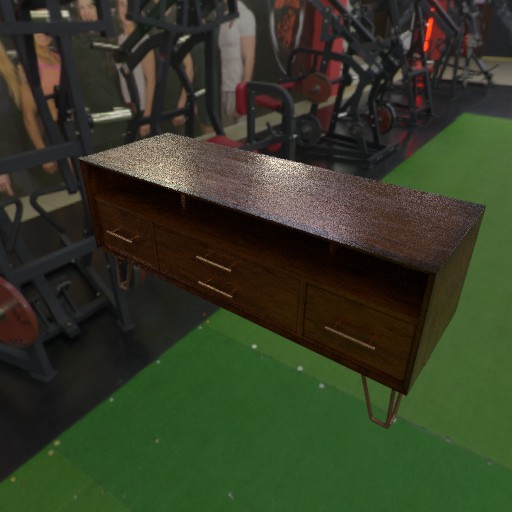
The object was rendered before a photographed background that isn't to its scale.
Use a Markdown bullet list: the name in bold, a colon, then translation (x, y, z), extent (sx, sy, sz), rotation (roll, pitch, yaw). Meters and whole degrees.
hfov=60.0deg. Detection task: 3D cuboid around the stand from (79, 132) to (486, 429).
- **stand**: translation (0.000, 0.000, 1.676), extent (1.372, 0.610, 0.481), rotation (21, 36, 31)
